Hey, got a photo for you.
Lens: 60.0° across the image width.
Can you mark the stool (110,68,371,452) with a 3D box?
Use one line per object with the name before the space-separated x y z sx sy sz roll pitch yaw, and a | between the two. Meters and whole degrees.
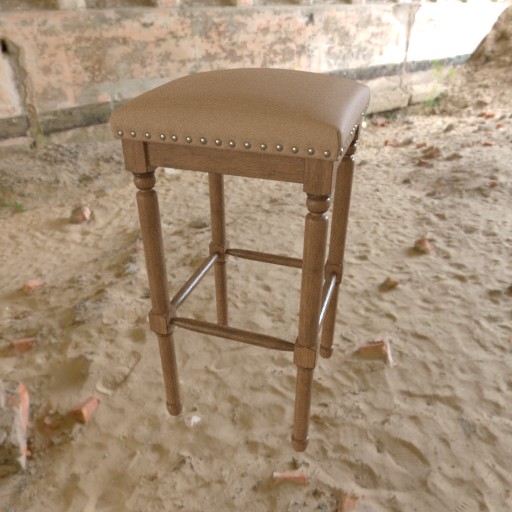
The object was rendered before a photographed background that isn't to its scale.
stool | 0.000 0.000 0.986 0.382 0.768 0.383 10 32 16
